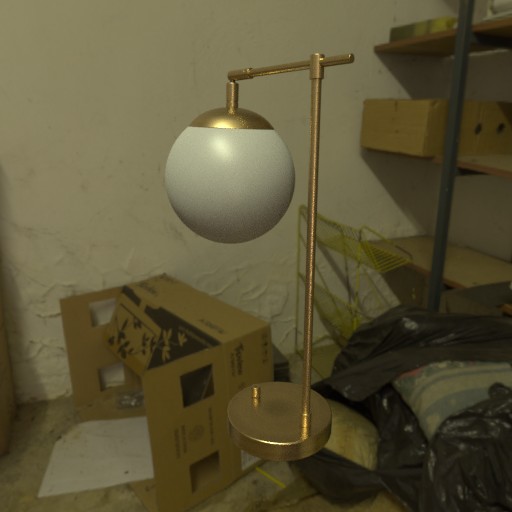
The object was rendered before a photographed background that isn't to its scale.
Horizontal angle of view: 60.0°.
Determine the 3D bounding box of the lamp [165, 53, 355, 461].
[{"bbox_3d":[0.000,0.000,0.699,0.207,0.559,0.324,-14,20,-42],"label":"lamp"}]
